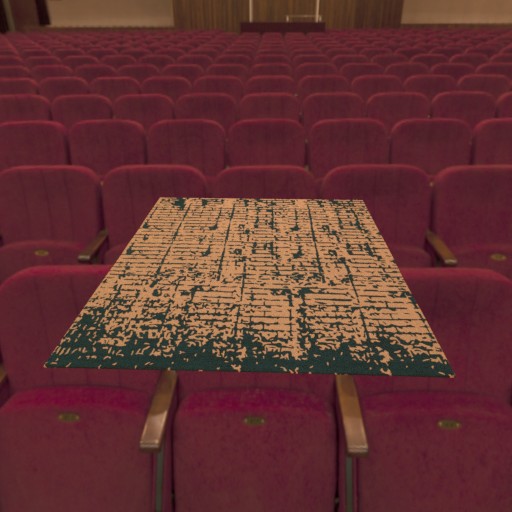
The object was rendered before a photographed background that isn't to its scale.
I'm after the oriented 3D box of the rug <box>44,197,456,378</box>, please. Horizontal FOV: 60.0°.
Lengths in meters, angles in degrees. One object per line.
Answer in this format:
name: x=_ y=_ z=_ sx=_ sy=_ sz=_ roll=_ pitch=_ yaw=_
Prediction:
rug: x=0.000 y=0.000 z=3.933 sx=2.416 sy=0.014 sz=3.017 roll=1 pitch=27 yaw=2
